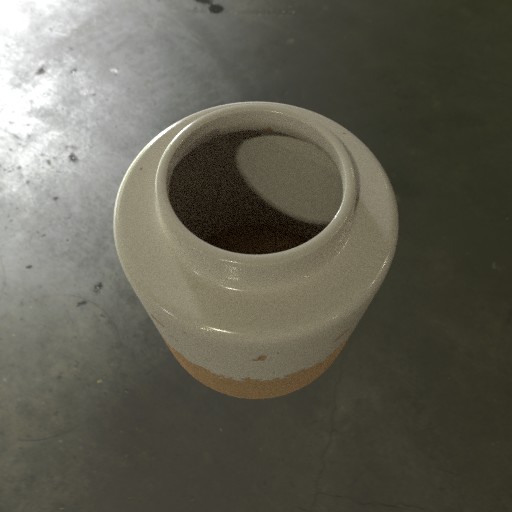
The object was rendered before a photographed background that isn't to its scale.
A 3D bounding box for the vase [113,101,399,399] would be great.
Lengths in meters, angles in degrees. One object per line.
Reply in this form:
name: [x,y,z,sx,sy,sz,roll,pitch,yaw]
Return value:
vase: [0.000,0.000,0.288,0.153,0.167,0.153,0,62,0]
